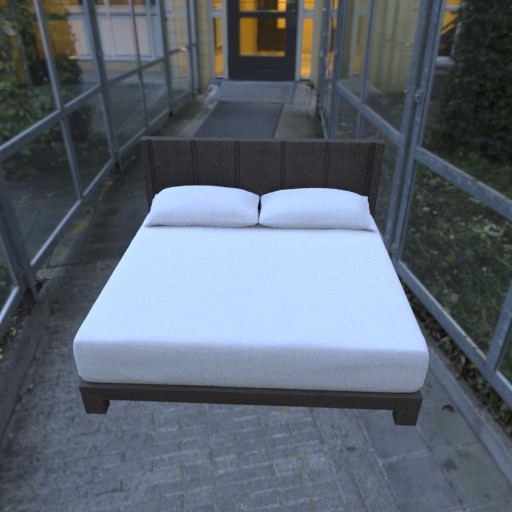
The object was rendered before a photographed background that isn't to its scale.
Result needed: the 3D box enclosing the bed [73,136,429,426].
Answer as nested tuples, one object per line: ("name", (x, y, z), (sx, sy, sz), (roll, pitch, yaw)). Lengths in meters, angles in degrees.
("bed", (0.000, 0.000, 3.400), (2.134, 1.270, 2.012), (1, 30, 2))
